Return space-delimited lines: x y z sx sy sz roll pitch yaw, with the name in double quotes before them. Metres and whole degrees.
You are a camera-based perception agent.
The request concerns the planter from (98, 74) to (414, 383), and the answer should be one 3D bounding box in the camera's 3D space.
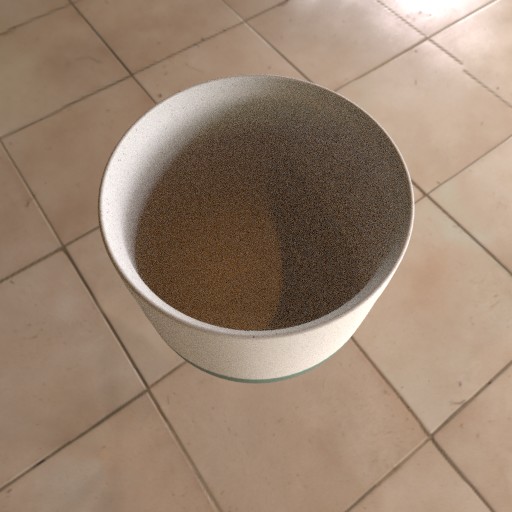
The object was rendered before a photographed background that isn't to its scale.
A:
"planter" 0.000 0.000 0.496 0.268 0.270 0.268 0 64 0
